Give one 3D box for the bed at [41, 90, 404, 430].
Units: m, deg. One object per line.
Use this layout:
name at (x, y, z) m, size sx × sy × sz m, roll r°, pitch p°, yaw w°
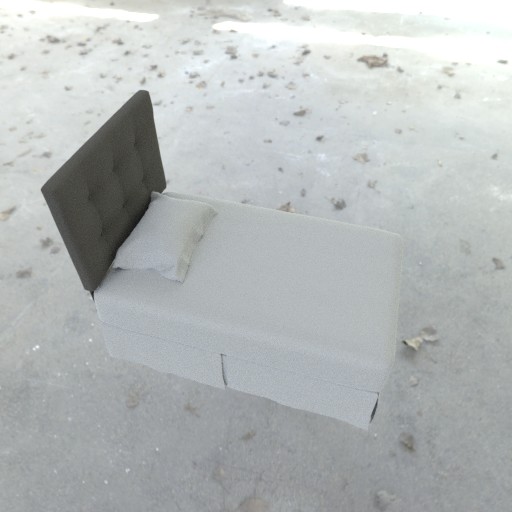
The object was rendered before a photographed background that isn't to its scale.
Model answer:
bed at (0.000, 0.000, 2.995) m, size 1.997 × 1.571 × 1.261 m, roll 12°, pitch 48°, yaw 11°
